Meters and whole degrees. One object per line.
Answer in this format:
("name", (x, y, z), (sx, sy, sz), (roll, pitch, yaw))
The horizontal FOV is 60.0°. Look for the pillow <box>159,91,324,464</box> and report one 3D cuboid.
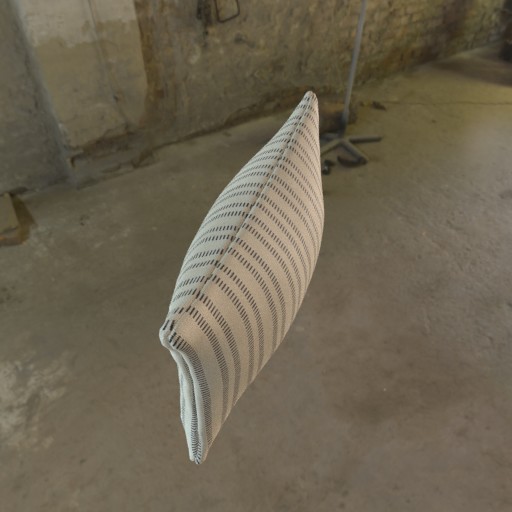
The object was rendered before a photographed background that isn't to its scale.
("pillow", (0.000, 0.000, 0.808), (0.210, 0.353, 0.640), (14, 47, 14))
